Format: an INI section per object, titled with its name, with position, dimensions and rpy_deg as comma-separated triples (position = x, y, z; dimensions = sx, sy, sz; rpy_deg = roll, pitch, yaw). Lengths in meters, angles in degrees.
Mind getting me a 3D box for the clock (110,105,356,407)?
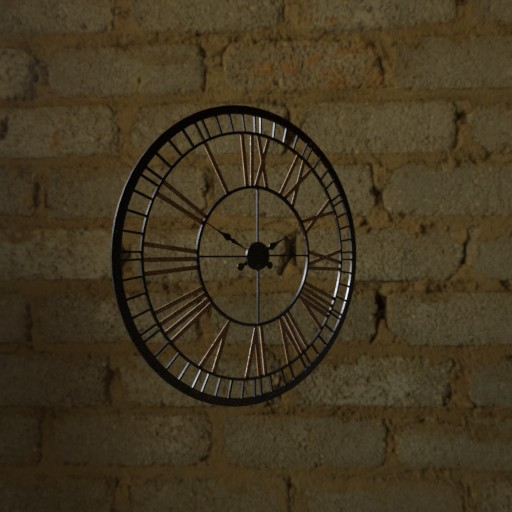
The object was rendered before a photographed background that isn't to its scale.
[clock]
position = 0.000, 0.000, 1.274
dimensions = 0.843, 0.843, 0.025
rpy_deg = 0, 0, -37
